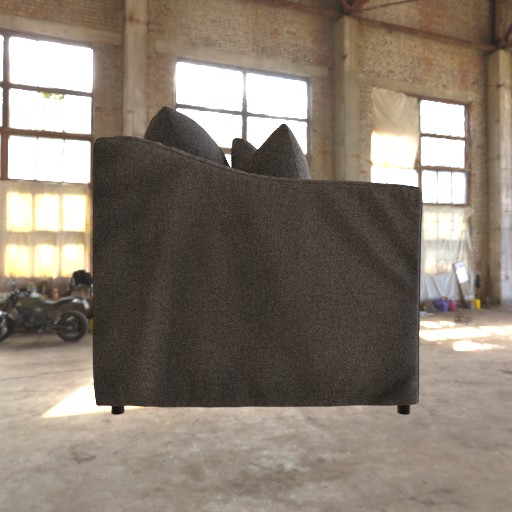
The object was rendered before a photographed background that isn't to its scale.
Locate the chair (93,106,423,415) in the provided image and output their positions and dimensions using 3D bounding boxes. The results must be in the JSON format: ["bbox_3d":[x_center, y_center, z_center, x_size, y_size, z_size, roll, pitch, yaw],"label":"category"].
[{"bbox_3d":[0.000,0.000,1.980,1.071,1.059,1.194,0,0,-1],"label":"chair"}]
